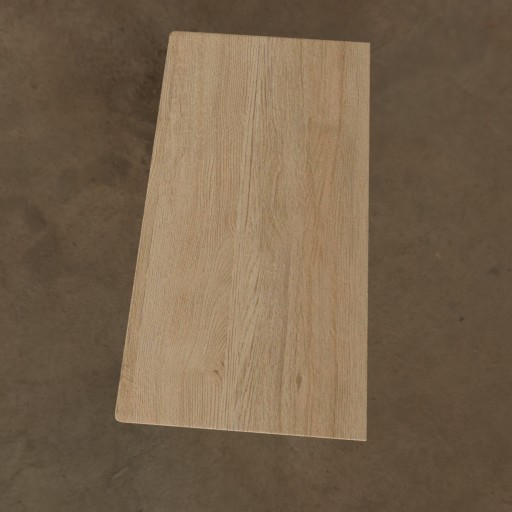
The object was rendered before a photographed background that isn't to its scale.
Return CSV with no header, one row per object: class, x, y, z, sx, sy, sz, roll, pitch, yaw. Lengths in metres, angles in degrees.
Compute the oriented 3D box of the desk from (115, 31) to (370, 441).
desk,0.000,0.000,1.319,0.480,0.770,0.885,4,75,1
